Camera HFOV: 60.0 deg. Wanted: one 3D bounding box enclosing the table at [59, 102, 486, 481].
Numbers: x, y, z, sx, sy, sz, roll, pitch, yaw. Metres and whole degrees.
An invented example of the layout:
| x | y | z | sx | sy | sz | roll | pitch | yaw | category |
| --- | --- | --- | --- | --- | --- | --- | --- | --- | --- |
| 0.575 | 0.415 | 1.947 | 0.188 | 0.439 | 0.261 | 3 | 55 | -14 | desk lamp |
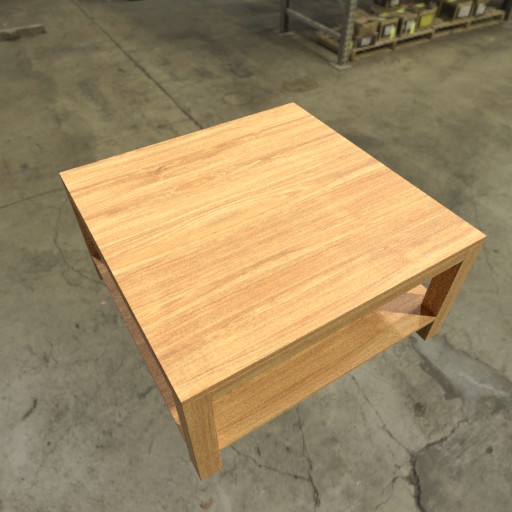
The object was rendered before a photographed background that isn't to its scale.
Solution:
| x | y | z | sx | sy | sz | roll | pitch | yaw | category |
| --- | --- | --- | --- | --- | --- | --- | --- | --- | --- |
| 0.000 | 0.000 | 1.452 | 0.900 | 0.450 | 0.900 | -24 | 50 | -22 | table |
